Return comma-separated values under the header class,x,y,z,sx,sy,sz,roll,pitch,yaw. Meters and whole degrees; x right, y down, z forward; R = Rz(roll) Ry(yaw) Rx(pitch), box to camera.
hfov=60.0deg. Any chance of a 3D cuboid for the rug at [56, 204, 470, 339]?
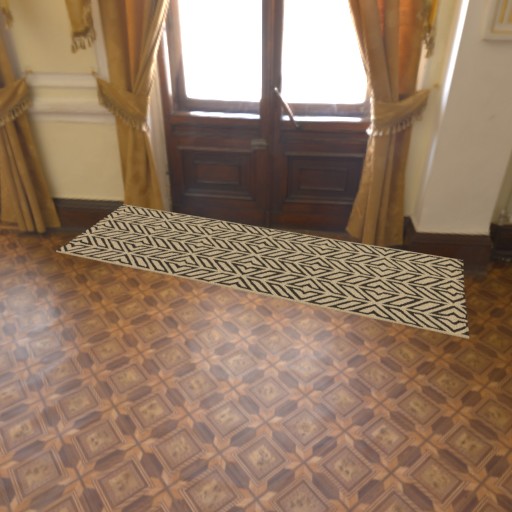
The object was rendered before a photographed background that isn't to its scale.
class,x,y,z,sx,sy,sz,roll,pitch,yaw
rug,0.000,0.000,2.770,2.435,0.009,0.750,10,33,17
